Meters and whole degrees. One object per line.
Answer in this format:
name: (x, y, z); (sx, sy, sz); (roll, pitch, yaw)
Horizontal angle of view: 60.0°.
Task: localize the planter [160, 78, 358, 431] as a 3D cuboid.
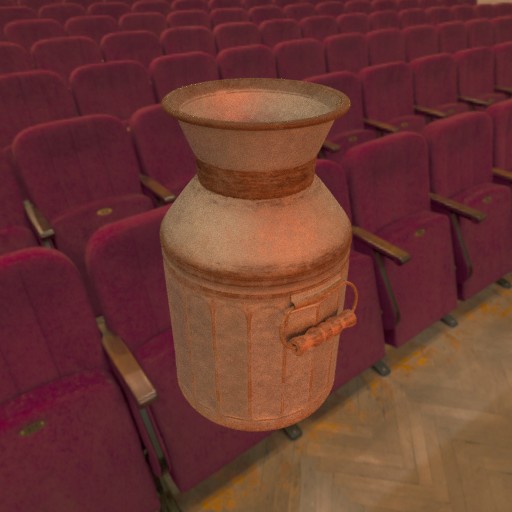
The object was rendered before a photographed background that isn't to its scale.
planter: (0.000, 0.000, 0.515); (0.215, 0.358, 0.248); (-22, 39, -30)
